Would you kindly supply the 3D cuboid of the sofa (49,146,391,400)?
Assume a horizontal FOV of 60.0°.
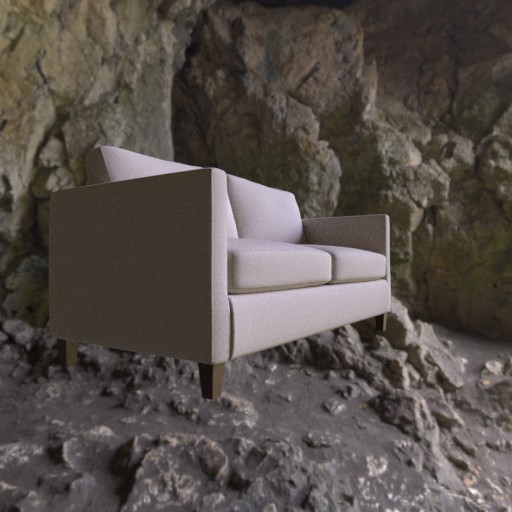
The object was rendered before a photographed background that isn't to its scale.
[{"bbox_3d":[0.000,0.000,2.226,0.873,0.888,1.722,0,-1,34],"label":"sofa"}]
